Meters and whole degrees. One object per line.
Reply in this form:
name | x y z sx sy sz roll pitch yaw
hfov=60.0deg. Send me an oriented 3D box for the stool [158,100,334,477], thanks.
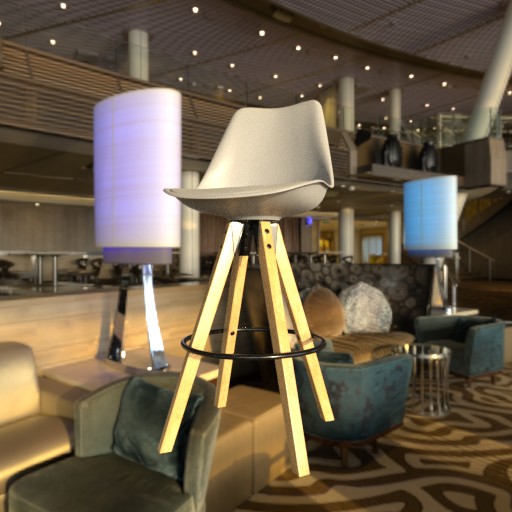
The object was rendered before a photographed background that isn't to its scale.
stool | 0.000 0.000 1.402 0.485 1.115 0.550 0 0 19
